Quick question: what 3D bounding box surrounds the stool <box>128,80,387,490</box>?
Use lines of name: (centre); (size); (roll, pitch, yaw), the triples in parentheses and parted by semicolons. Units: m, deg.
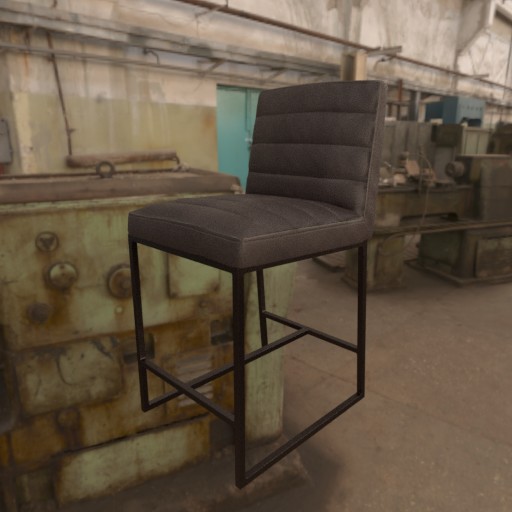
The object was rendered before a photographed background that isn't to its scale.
stool: (0.000, 0.000, 1.243); (0.562, 0.946, 0.463); (-15, 21, -43)
